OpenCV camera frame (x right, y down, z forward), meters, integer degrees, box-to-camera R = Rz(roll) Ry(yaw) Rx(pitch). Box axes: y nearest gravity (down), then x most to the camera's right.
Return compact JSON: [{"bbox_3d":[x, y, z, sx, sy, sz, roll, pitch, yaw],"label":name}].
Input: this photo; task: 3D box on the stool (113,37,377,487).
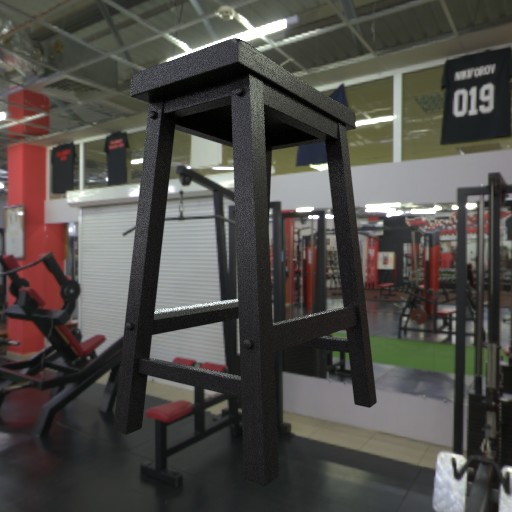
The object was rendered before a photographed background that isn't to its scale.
[{"bbox_3d":[0.000,0.000,0.842,0.322,0.610,0.406,0,0,36],"label":"stool"}]
